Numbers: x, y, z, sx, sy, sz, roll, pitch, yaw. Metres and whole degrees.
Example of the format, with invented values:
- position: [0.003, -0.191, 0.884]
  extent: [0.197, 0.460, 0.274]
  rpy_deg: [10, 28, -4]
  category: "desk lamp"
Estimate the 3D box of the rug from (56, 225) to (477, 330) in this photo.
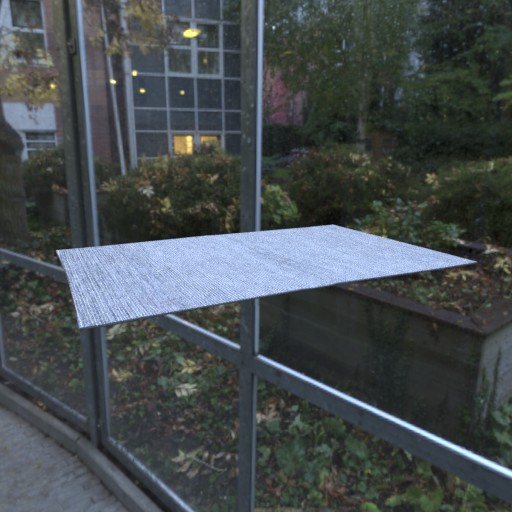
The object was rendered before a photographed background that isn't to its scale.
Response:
- position: [0.000, 0.000, 2.224]
  extent: [1.789, 0.021, 1.159]
  rpy_deg: [-7, 15, -25]
  category: "rug"
